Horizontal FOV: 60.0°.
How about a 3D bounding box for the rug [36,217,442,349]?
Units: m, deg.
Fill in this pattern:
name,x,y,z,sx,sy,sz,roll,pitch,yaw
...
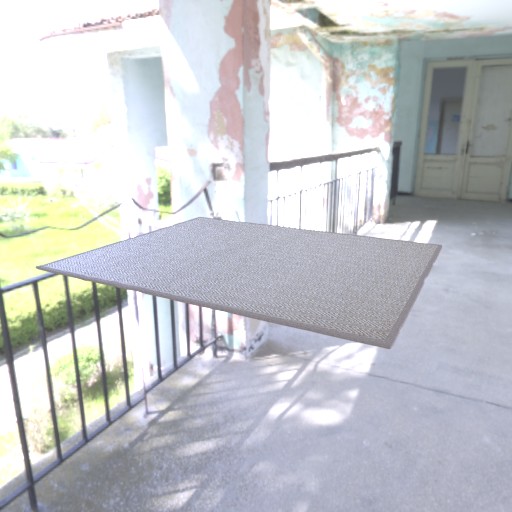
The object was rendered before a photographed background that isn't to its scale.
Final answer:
name,x,y,z,sx,sy,sz,roll,pitch,yaw
rug,0.000,0.000,4.153,3.007,0.032,2.434,9,19,27
